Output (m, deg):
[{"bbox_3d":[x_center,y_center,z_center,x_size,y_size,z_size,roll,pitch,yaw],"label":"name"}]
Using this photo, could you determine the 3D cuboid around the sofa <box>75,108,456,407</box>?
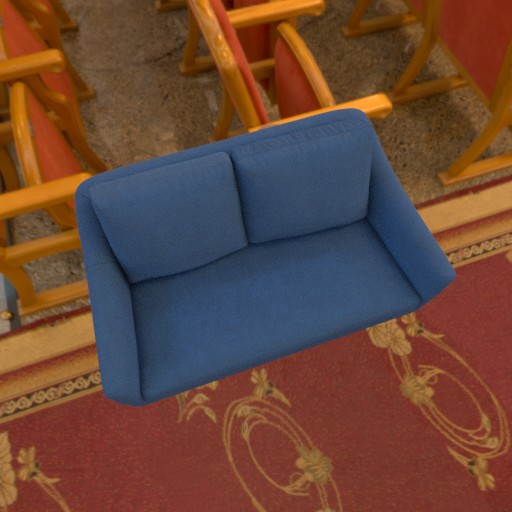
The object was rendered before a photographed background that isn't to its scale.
[{"bbox_3d":[0.000,0.000,2.208,1.619,0.902,0.960,-17,66,-8],"label":"sofa"}]
